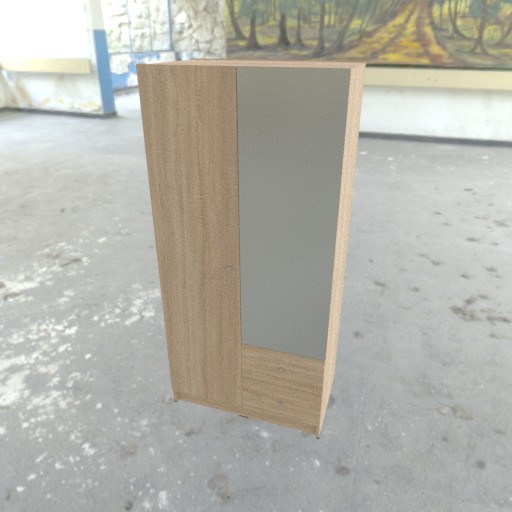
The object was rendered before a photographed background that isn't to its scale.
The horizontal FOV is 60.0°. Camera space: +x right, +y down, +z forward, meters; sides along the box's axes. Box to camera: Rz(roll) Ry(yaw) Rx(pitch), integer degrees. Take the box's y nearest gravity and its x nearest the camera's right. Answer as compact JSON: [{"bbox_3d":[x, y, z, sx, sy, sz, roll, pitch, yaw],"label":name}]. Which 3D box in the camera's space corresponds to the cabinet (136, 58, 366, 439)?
[{"bbox_3d":[0.000,0.000,2.646,1.001,2.121,0.590,8,28,16],"label":"cabinet"}]
